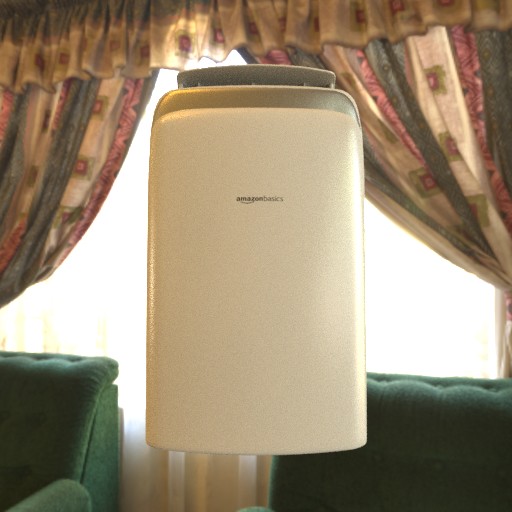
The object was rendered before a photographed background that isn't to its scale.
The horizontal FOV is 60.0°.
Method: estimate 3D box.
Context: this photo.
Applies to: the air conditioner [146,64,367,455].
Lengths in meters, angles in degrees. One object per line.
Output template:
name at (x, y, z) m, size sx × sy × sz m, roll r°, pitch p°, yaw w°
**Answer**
air conditioner at (0.000, 0.000, 1.051) m, size 0.449 × 0.786 × 0.414 m, roll 0°, pitch -1°, yaw 0°
